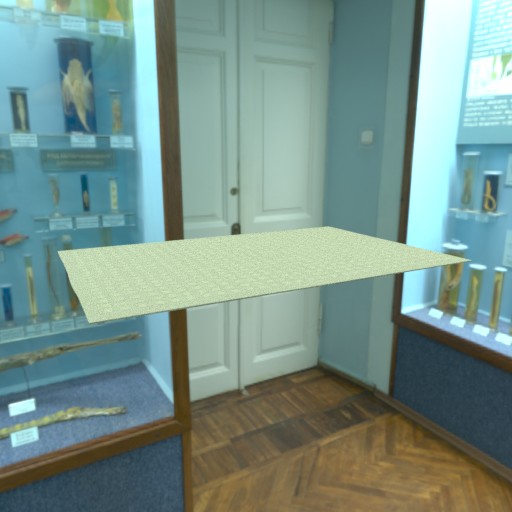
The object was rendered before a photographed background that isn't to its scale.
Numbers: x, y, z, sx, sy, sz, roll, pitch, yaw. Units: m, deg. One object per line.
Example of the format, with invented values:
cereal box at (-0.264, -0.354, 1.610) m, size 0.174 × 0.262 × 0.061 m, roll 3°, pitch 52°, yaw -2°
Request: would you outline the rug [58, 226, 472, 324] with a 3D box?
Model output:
rug at (0.000, 0.000, 2.224) m, size 1.747 × 0.006 × 1.143 m, roll -7°, pitch 15°, yaw -27°
